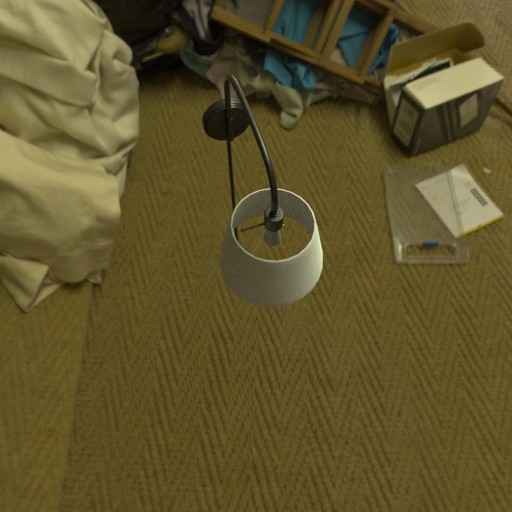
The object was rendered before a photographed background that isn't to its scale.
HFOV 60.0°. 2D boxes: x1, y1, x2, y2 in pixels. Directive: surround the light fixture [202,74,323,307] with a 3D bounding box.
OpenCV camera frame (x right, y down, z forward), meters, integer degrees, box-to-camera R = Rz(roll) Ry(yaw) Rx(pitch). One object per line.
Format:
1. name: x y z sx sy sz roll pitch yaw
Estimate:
1. light fixture: 0.000 0.000 0.481 0.092 0.399 0.176 -17 65 -8
